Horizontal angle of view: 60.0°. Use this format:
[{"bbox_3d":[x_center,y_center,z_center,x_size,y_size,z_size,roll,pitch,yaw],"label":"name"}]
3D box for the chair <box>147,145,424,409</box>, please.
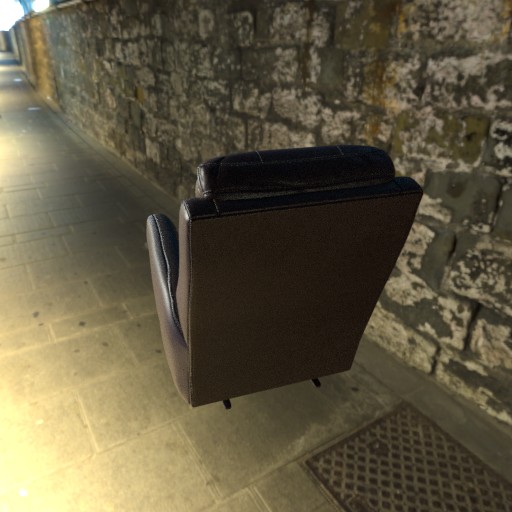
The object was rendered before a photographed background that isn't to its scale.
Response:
[{"bbox_3d":[0.000,0.000,1.800,0.829,1.030,1.080,-8,27,-16],"label":"chair"}]
